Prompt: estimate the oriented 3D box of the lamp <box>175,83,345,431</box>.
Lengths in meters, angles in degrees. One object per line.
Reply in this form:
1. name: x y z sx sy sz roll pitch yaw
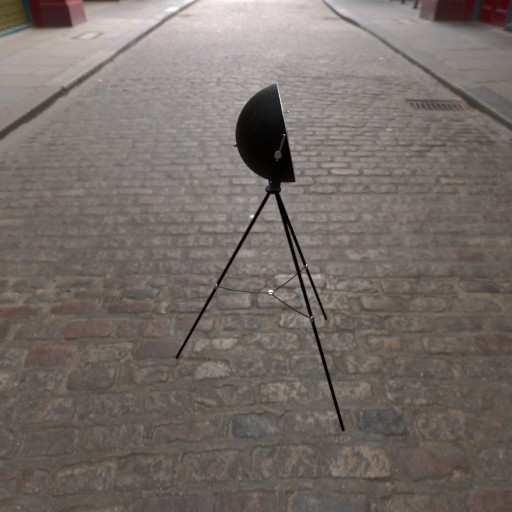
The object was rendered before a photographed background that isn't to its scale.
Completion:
1. lamp: 0.000 0.000 2.056 0.920 1.512 0.817 -1 34 -1
